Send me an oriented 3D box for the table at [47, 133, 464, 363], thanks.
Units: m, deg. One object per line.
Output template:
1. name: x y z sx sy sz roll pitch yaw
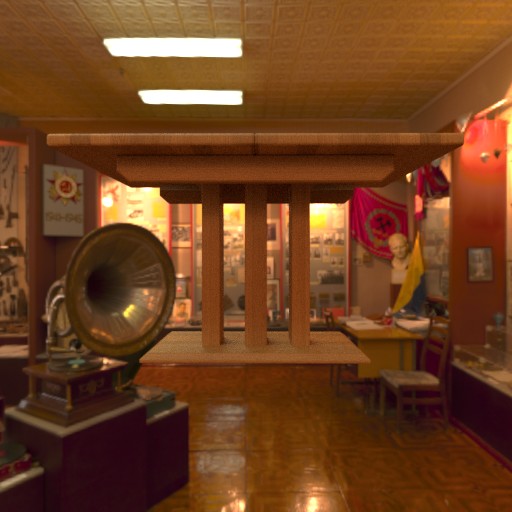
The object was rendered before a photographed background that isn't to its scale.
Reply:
1. table: 0.000 0.000 1.824 1.300 0.770 0.900 0 0 0
